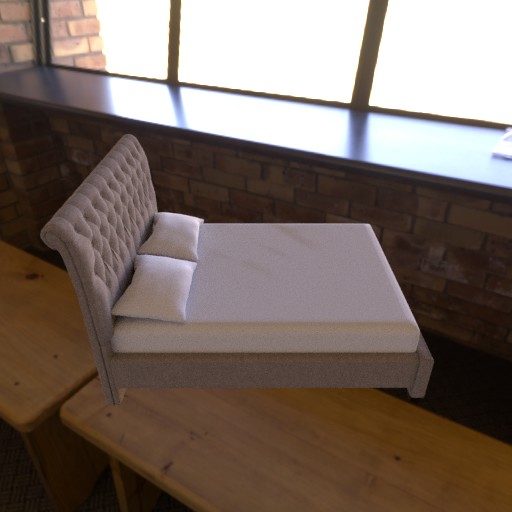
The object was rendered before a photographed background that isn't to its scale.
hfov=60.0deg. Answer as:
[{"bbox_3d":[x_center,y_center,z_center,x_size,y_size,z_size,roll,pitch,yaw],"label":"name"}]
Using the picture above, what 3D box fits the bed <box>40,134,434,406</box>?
[{"bbox_3d":[0.000,0.000,3.331,2.252,1.371,1.645,0,32,0],"label":"bed"}]
